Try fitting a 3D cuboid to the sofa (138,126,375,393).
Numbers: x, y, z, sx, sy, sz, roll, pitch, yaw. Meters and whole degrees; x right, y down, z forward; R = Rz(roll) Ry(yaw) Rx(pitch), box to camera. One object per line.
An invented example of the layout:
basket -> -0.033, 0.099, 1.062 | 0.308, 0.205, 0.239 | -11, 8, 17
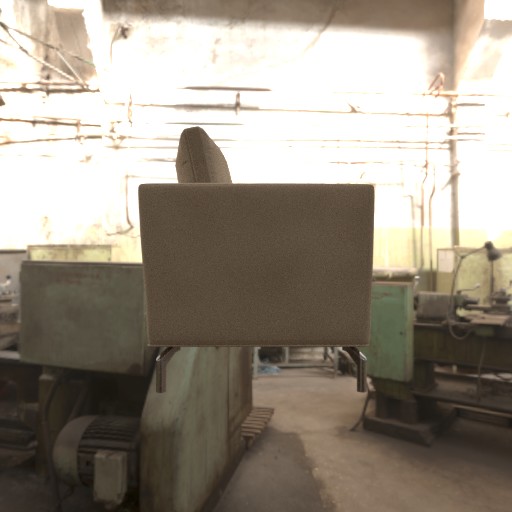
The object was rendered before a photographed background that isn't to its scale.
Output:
sofa -> 0.000, 0.000, 2.669 | 0.868, 1.005, 2.214 | 0, -1, 0
